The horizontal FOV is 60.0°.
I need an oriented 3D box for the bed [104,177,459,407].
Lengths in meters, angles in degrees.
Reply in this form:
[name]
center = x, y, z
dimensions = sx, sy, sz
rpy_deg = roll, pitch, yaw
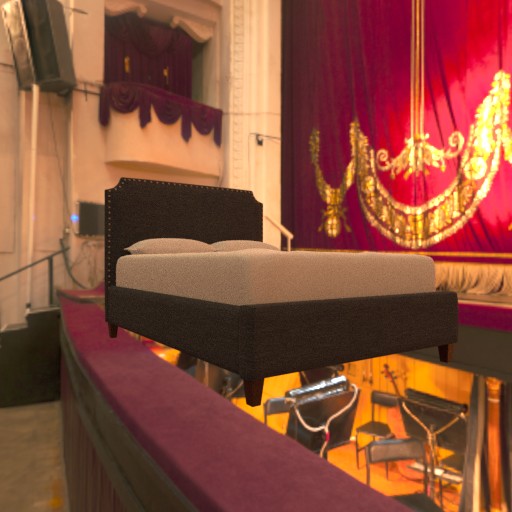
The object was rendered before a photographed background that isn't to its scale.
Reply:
[bed]
center = 0.000, 0.000, 3.485
dimensions = 1.713, 1.443, 2.372
rpy_deg = 0, -1, -34
